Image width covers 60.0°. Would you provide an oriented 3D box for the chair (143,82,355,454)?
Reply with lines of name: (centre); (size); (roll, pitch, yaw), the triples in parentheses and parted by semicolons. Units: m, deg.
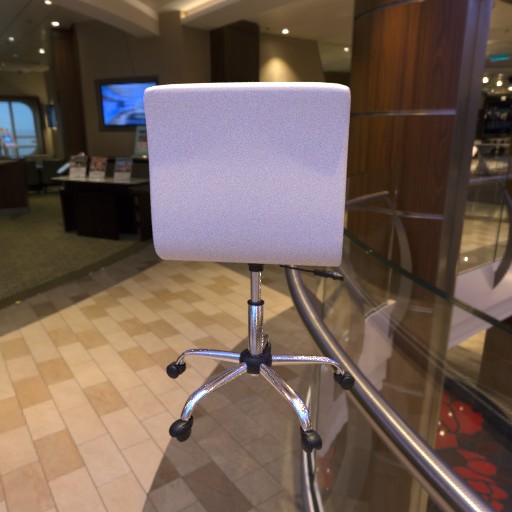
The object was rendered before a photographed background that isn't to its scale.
chair: (0.000, 0.000, 1.070); (0.520, 0.750, 0.455); (2, 16, 8)
